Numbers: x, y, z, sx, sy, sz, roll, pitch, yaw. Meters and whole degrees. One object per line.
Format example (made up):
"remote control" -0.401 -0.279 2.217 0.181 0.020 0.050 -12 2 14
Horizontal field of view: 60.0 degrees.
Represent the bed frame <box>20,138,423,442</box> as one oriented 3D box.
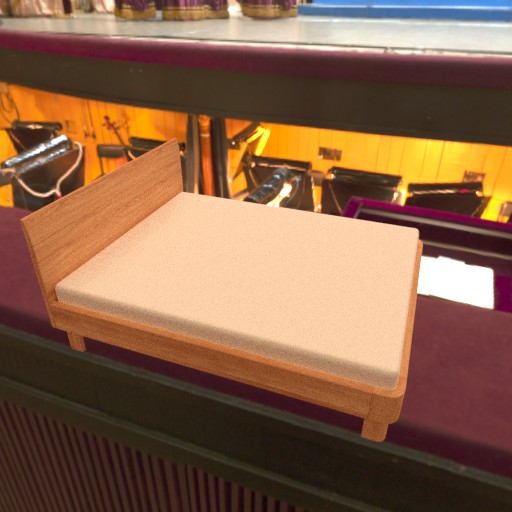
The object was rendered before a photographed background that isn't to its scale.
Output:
"bed frame" 0.000 0.000 2.973 2.092 0.940 1.660 11 33 18
